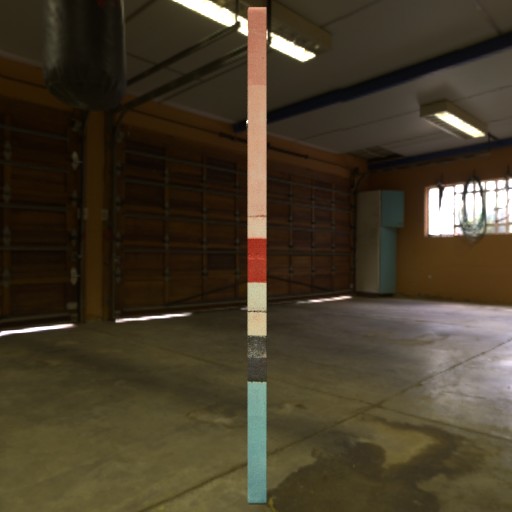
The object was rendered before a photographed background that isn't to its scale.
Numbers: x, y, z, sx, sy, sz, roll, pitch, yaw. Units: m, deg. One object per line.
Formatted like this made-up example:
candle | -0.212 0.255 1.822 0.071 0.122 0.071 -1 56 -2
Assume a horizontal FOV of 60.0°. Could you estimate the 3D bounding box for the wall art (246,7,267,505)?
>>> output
wall art | 0.000 0.000 1.120 0.038 0.914 0.610 0 0 0
